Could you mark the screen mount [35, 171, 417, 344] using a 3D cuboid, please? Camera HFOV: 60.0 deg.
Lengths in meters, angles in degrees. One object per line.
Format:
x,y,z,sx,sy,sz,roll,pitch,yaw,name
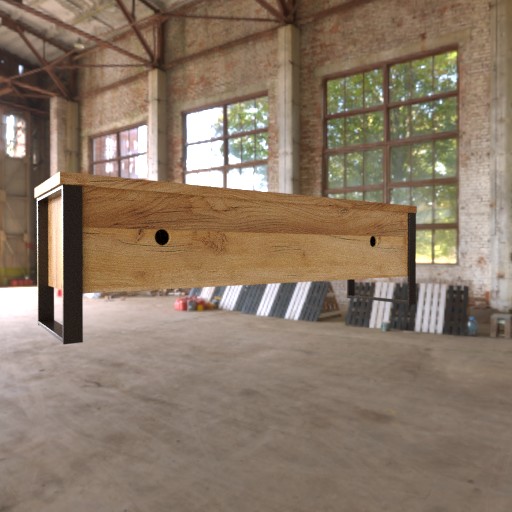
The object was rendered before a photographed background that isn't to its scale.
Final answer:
0.000,0.000,1.749,1.524,0.450,0.395,0,1,-35,screen mount
